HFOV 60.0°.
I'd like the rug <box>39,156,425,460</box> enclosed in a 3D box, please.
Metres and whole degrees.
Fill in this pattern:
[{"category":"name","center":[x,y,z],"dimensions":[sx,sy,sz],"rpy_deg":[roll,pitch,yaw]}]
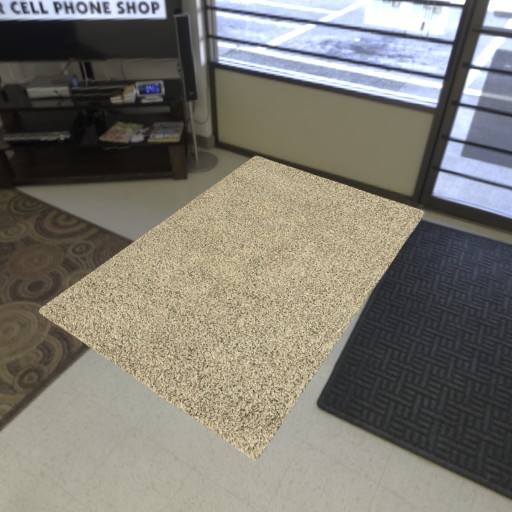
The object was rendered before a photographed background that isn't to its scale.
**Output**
[{"category":"rug","center":[0.000,0.000,2.336],"dimensions":[1.219,0.030,1.778],"rpy_deg":[24,46,25]}]
